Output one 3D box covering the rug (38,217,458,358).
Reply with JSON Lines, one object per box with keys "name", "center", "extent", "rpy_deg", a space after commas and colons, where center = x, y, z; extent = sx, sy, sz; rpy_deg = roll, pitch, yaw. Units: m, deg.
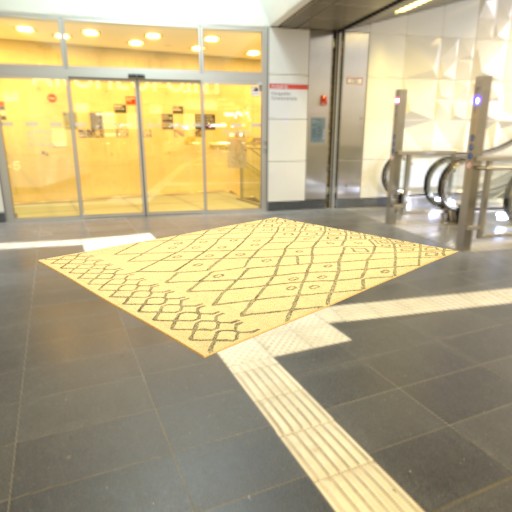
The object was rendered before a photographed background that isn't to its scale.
{"name": "rug", "center": [0.000, 0.000, 4.102], "extent": [3.046, 0.015, 2.446], "rpy_deg": [-14, 21, -42]}
